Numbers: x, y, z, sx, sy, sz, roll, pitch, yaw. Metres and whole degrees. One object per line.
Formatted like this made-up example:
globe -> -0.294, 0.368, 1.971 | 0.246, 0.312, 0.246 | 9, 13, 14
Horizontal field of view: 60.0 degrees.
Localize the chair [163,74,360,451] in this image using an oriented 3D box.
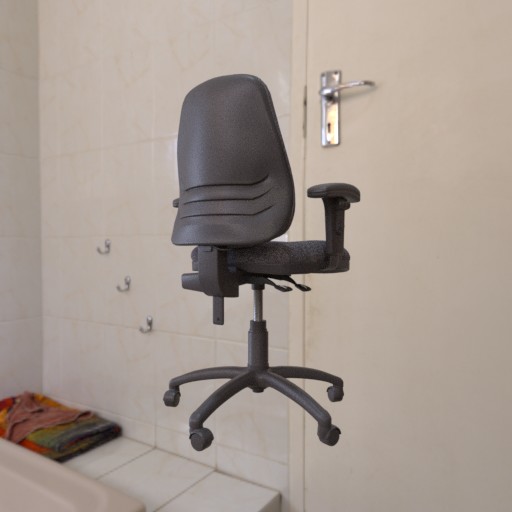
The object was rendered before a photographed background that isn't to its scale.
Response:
chair -> 0.000, 0.000, 1.255 | 0.550, 0.910, 0.530 | 1, 1, 34
